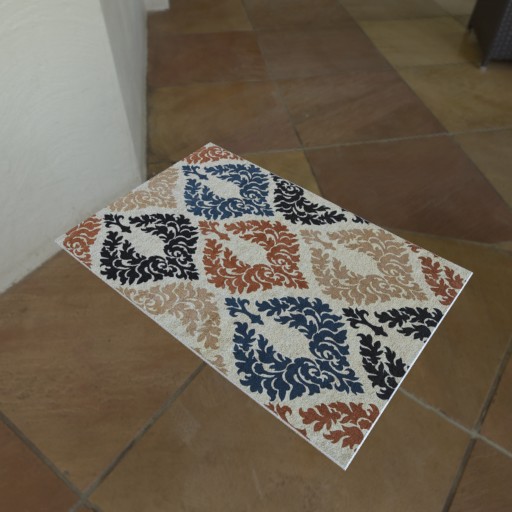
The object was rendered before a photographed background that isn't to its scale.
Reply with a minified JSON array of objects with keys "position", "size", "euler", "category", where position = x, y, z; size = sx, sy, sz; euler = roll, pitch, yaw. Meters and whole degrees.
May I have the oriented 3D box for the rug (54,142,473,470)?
[{"position":[0.000,0.000,2.867],"size":[2.275,0.014,1.514],"euler":[31,55,25],"category":"rug"}]
